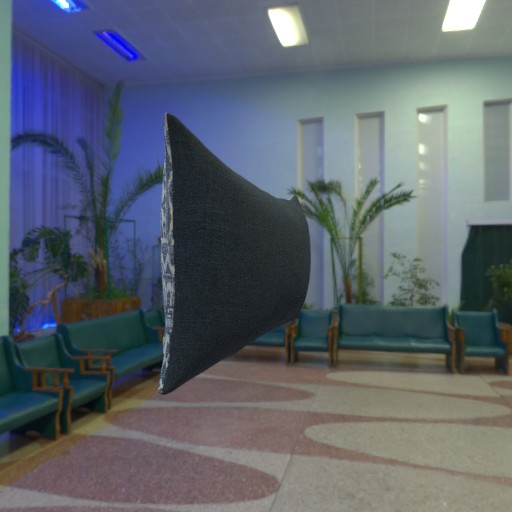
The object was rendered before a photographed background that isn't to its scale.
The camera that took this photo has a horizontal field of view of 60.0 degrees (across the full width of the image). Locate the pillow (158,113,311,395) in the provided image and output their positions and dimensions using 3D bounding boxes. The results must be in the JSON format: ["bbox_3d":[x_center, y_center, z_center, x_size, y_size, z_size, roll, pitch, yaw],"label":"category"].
[{"bbox_3d":[0.000,0.000,0.751,0.148,0.292,0.631,0,-1,18],"label":"pillow"}]
